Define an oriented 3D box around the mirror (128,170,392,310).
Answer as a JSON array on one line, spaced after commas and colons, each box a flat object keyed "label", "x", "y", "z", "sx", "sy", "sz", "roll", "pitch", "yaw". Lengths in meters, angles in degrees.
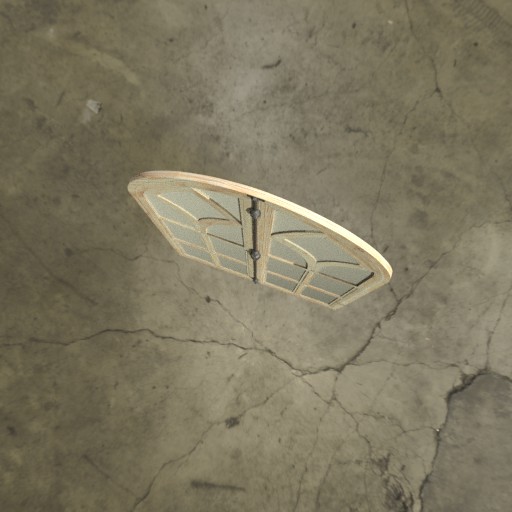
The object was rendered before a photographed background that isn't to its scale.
[{"label": "mirror", "x": 0.000, "y": 0.000, "z": 1.175, "sx": 0.609, "sy": 0.915, "sz": 0.032, "roll": 19, "pitch": 79, "yaw": 4}]
